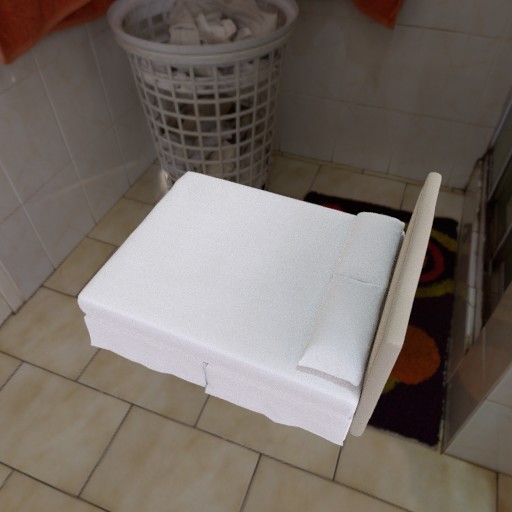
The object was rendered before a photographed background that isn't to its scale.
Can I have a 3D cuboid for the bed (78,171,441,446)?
[{"bbox_3d":[0.000,0.000,3.757,2.477,1.437,1.977,17,50,15],"label":"bed"}]
